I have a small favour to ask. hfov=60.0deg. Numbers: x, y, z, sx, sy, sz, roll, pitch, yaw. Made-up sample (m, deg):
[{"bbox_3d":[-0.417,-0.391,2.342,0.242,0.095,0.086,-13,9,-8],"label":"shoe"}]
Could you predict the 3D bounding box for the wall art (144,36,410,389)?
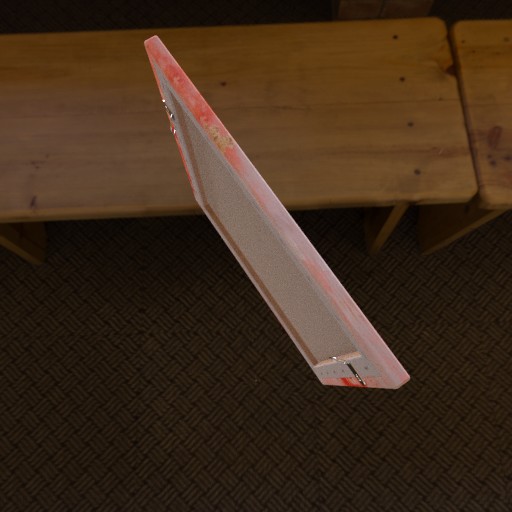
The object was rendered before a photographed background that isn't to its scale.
[{"bbox_3d":[0.000,0.000,1.291,0.066,0.878,0.878,-33,77,-9],"label":"wall art"}]
